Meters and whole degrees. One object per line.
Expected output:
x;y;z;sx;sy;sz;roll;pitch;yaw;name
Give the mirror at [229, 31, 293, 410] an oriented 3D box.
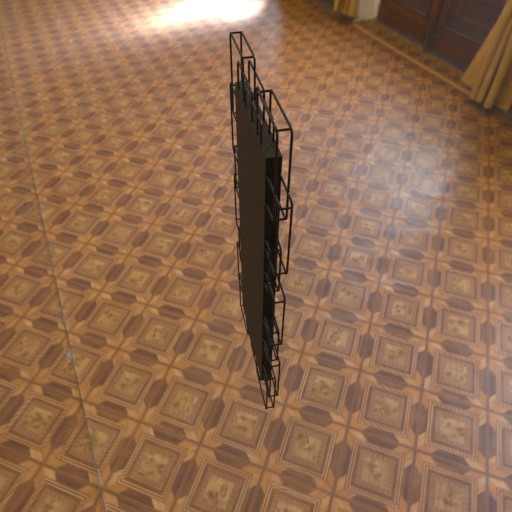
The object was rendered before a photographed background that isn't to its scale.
0.000;0.000;1.415;0.037;1.192;0.565;-9;48;-8;mirror
